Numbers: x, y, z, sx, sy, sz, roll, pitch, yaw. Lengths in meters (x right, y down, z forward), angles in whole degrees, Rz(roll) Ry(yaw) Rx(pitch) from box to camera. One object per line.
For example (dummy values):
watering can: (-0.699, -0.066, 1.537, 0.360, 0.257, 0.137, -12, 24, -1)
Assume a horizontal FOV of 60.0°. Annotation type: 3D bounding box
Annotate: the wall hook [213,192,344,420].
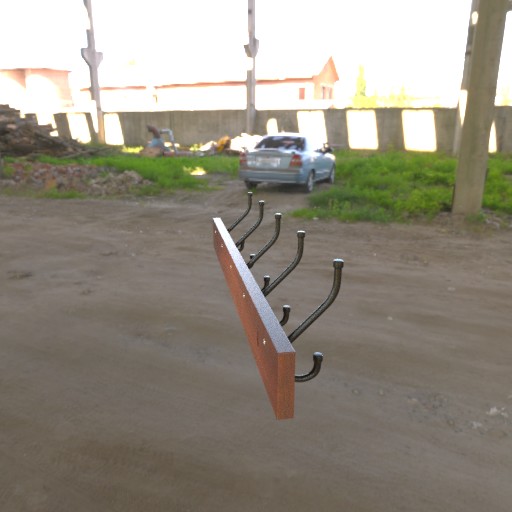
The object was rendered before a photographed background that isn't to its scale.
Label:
wall hook: (0.000, 0.000, 0.619, 0.071, 0.117, 0.571, -3, 16, -10)
